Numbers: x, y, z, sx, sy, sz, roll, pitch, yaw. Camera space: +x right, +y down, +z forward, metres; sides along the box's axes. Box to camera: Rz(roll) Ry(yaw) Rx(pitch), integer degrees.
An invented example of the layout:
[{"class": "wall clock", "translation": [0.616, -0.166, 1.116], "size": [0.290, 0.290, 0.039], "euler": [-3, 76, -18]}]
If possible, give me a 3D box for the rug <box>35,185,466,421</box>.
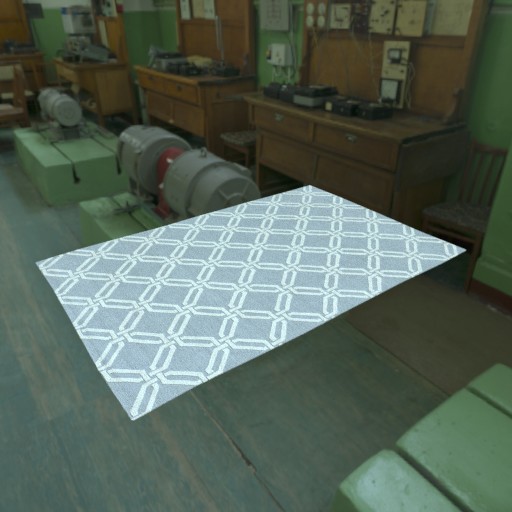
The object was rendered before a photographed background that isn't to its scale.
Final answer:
[{"class": "rug", "translation": [0.000, 0.000, 2.133], "size": [1.754, 0.010, 1.148], "euler": [-20, 35, -31]}]
